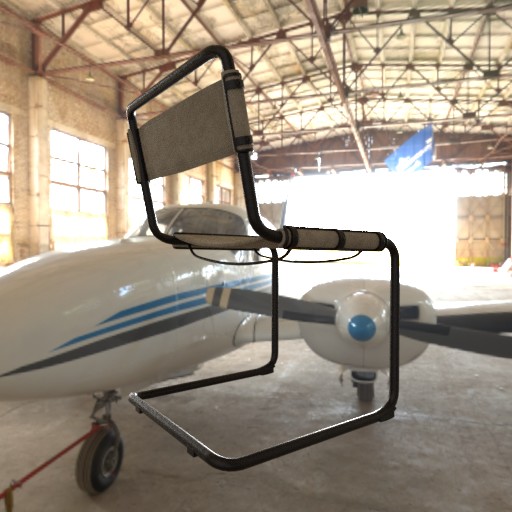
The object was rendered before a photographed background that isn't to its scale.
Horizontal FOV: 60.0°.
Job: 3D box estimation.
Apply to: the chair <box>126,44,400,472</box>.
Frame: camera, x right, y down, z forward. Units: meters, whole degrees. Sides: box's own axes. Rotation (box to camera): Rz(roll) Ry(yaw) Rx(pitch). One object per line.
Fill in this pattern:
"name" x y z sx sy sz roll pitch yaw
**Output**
"chair" 0.000 0.000 1.075 0.497 0.747 0.499 -1 1 -36
